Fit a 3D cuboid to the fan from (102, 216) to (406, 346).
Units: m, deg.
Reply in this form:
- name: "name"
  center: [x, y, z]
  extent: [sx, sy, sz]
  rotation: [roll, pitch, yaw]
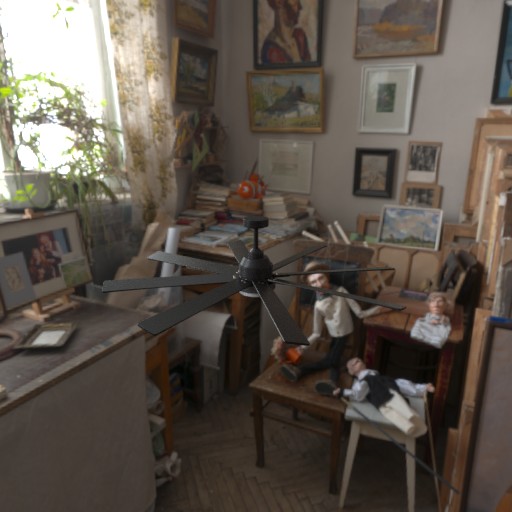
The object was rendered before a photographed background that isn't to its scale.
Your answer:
- name: "fan"
  center: [0.000, 0.000, 2.734]
  extent: [1.830, 0.472, 1.830]
  rotation: [-3, 16, -11]
